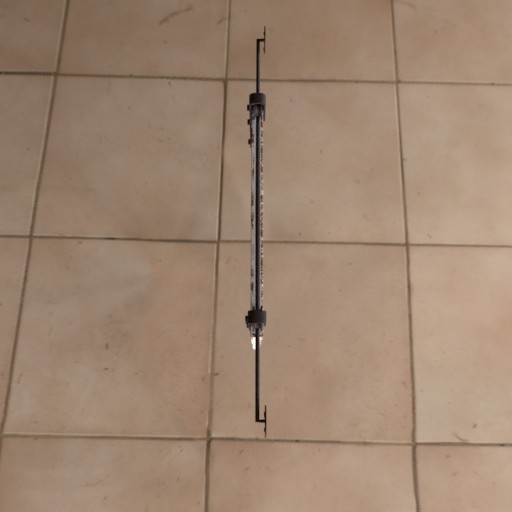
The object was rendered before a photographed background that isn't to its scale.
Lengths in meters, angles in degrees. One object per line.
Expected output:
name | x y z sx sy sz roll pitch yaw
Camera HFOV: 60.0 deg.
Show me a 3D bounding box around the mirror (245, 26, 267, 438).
mirror | 0.000 0.000 1.199 0.037 0.844 0.808 0 76 0
